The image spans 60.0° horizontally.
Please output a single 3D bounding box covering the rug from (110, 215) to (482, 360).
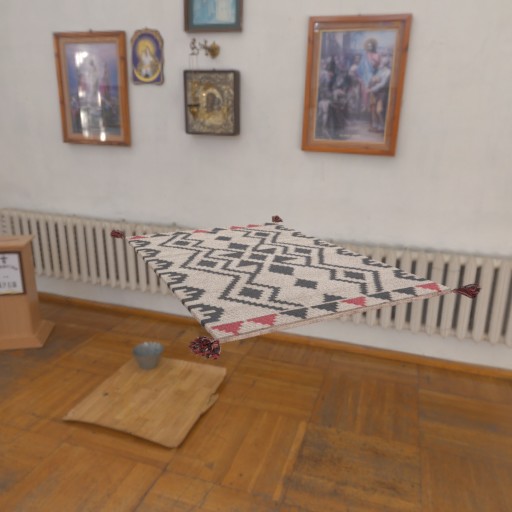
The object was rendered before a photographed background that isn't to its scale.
[{"bbox_3d":[0.000,0.000,2.672,1.444,0.067,2.069,-8,18,-25],"label":"rug"}]
